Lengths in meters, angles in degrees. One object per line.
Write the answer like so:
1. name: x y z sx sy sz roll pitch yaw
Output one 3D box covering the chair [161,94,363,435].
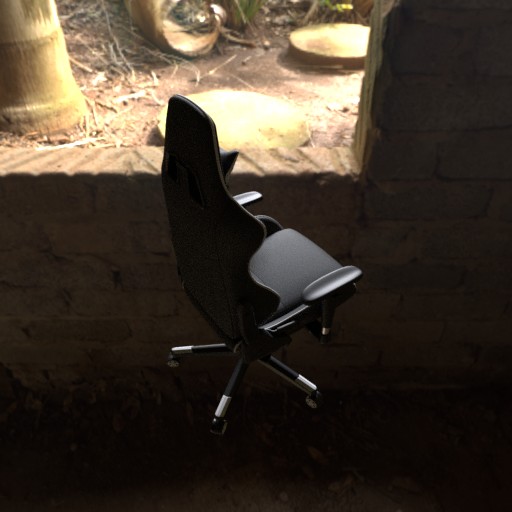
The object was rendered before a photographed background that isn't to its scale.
1. chair: 0.000 0.000 1.630 0.700 1.240 0.700 -24 45 -26
